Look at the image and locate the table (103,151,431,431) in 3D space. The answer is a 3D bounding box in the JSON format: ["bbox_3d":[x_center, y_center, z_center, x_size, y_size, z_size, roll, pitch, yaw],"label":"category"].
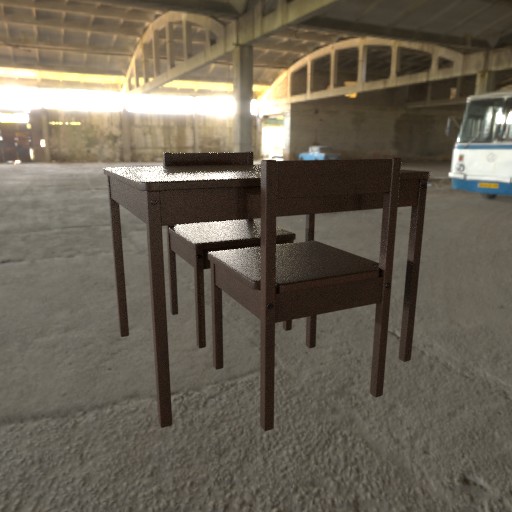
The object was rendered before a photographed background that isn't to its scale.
[{"bbox_3d":[0.000,0.000,1.126,0.650,0.503,0.672,-7,16,-25],"label":"table"}]
